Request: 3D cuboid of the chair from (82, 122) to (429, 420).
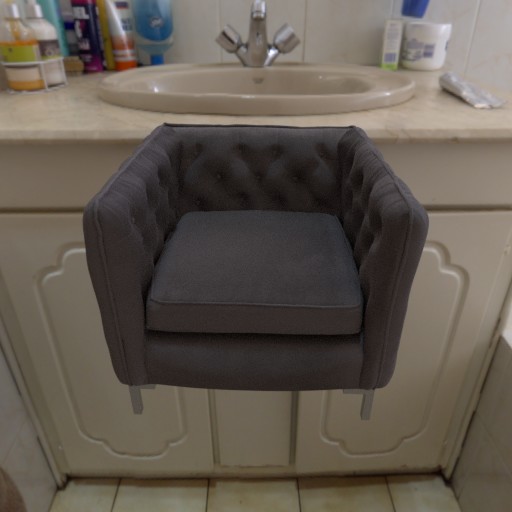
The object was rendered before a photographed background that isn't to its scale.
[{"bbox_3d":[0.000,0.000,1.689,0.946,0.807,0.913,1,30,1],"label":"chair"}]
